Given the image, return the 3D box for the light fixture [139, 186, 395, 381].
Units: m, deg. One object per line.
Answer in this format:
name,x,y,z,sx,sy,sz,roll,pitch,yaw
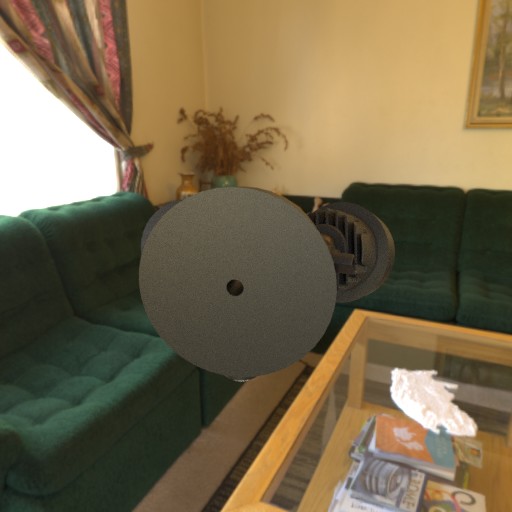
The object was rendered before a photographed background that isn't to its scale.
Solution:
light fixture,0.000,0.000,0.321,0.213,0.120,0.168,2,16,7
